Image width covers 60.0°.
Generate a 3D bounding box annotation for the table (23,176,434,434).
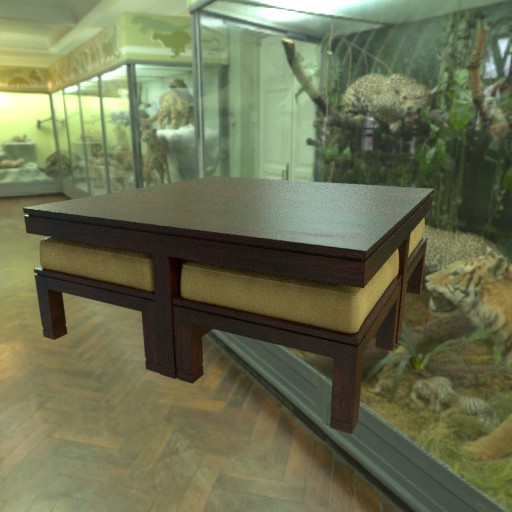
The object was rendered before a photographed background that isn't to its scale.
[{"bbox_3d":[0.000,0.000,1.333,0.865,0.356,0.865,8,18,27],"label":"table"}]
